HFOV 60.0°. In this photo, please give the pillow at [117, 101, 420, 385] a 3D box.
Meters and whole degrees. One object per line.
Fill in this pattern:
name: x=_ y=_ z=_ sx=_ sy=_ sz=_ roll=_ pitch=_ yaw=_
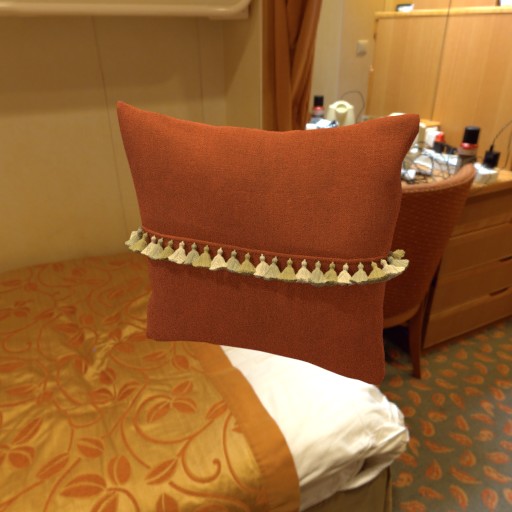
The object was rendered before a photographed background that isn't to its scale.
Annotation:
pillow: x=0.000 y=0.000 z=0.753 sx=0.490 sy=0.482 sz=0.165 roll=8 pitch=28 yaw=14
